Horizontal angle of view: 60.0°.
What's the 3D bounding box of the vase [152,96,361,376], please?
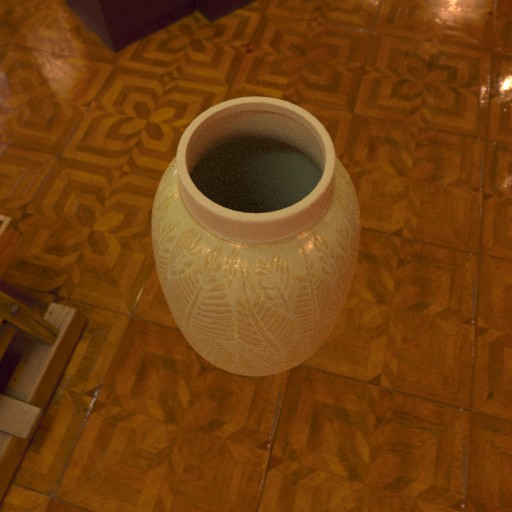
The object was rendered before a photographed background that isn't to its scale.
[{"bbox_3d":[0.000,0.000,0.387,0.172,0.270,0.172,0,63,0],"label":"vase"}]
